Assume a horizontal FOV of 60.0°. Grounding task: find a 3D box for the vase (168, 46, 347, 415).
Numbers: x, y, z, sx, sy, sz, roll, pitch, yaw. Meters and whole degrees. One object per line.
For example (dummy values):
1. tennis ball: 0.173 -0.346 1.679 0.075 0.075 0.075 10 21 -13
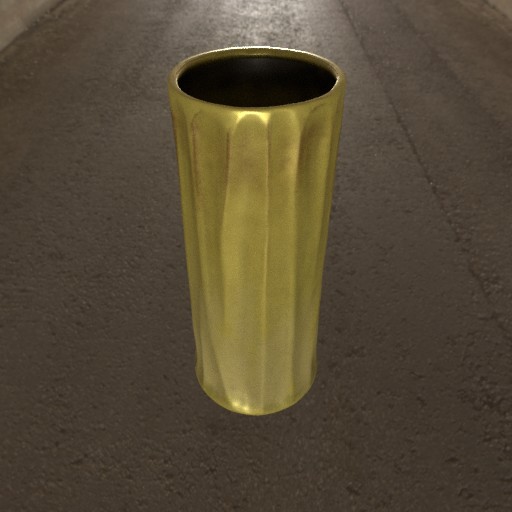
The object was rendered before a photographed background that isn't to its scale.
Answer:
1. vase: 0.000 0.000 0.176 0.061 0.143 0.061 0 42 0
